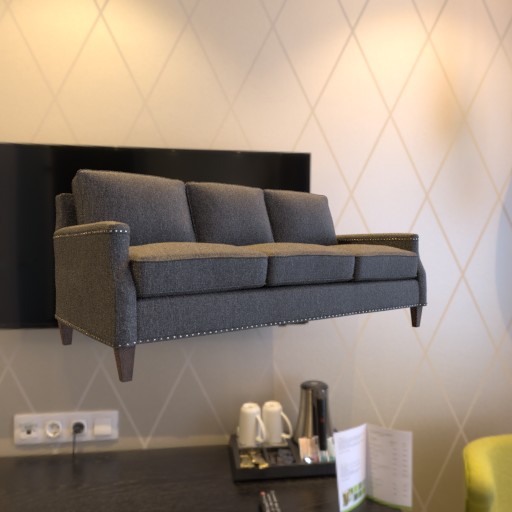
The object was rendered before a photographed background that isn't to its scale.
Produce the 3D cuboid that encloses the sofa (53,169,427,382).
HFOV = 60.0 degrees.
[{"bbox_3d":[0.000,0.000,2.840,2.246,1.003,1.084,-1,1,-38],"label":"sofa"}]
